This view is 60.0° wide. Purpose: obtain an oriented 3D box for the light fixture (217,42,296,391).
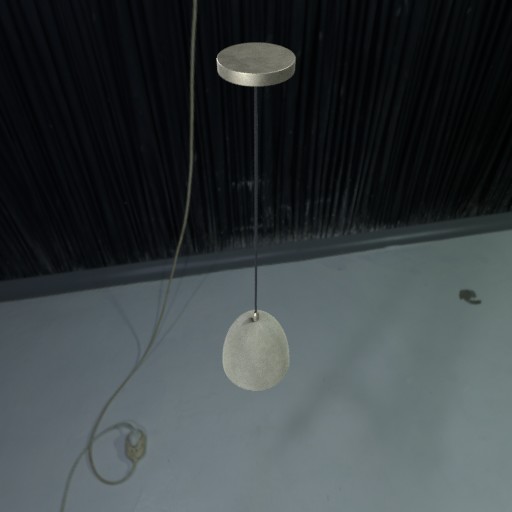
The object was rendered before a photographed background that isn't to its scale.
[{"bbox_3d":[0.000,0.000,0.863,0.170,0.759,0.170,-9,46,-9],"label":"light fixture"}]
